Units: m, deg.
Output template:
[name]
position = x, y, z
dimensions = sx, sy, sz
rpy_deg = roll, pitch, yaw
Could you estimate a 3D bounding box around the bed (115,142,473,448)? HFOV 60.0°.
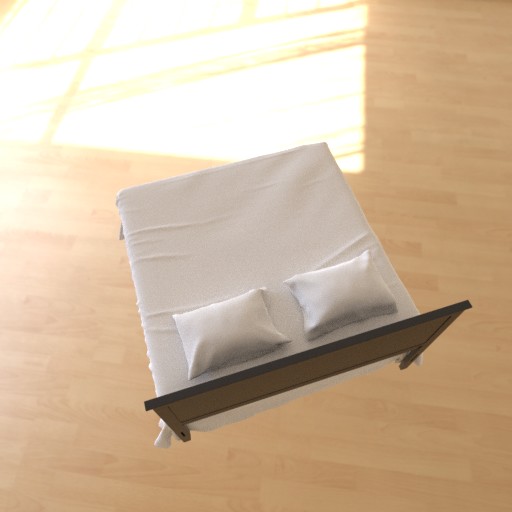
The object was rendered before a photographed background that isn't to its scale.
[bed]
position = 0.000, 0.000, 3.604
dimensions = 2.315, 1.271, 2.219
rpy_deg = -15, 61, -9
